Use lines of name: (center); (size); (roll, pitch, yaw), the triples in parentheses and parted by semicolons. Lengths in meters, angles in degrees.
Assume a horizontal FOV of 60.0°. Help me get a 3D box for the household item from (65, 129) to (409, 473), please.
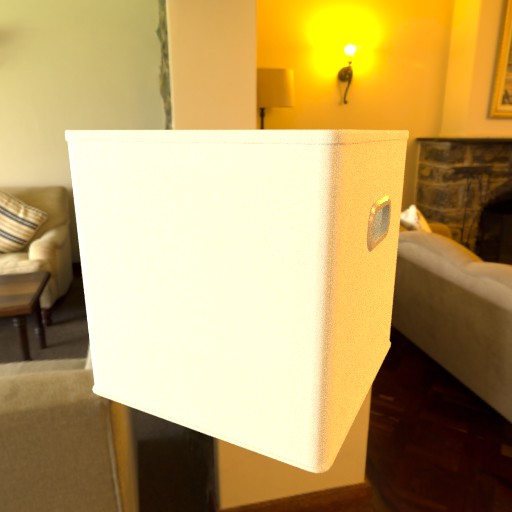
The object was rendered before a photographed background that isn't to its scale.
household item: (0.000, 0.000, 0.559); (0.305, 0.305, 0.305); (8, 18, 26)
